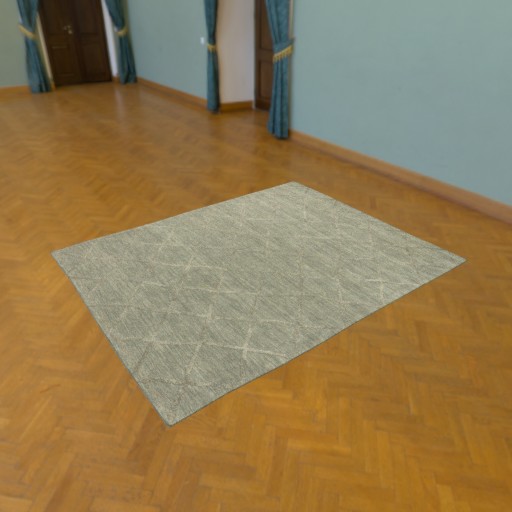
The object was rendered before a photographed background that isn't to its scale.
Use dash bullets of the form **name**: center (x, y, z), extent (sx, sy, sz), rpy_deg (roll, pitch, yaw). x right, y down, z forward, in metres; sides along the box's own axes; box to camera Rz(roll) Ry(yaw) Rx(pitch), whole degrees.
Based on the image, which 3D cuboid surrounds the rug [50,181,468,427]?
- **rug**: center (0.000, 0.000, 4.096), extent (3.048, 0.013, 2.438), rpy_deg (-21, 37, -31)
